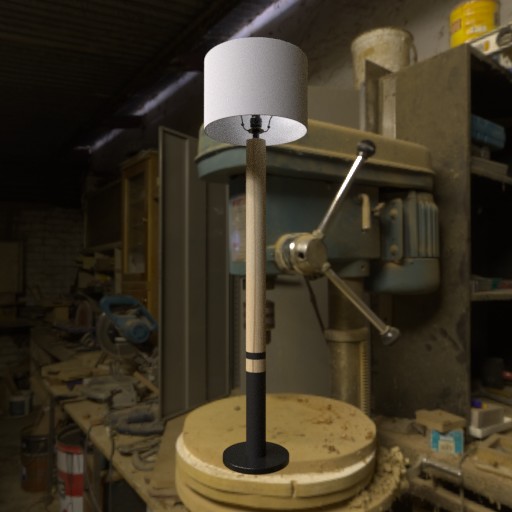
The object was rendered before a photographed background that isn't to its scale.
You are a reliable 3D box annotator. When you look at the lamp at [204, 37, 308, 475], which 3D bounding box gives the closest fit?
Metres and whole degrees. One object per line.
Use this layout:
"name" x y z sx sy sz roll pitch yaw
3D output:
"lamp" 0.000 0.000 1.630 0.381 1.478 0.381 1 -2 -35
